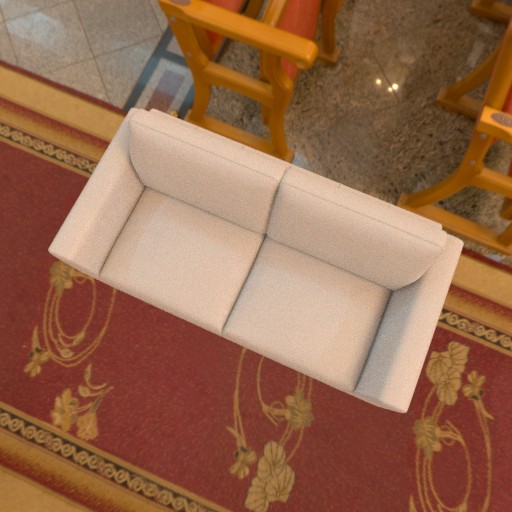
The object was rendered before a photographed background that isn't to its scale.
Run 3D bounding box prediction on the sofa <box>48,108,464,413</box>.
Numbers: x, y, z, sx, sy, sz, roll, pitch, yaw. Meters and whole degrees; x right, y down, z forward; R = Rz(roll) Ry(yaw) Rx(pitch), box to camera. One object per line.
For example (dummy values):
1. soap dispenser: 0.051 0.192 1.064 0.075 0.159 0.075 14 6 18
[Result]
1. sofa: 0.000 0.000 2.496 2.017 0.875 0.953 23 76 6
